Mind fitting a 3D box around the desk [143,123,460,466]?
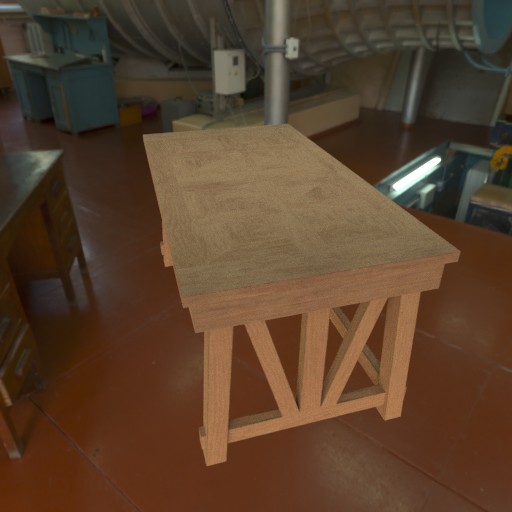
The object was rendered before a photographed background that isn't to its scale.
[{"bbox_3d":[0.000,0.000,2.011,0.813,0.762,1.499,-8,32,-14],"label":"desk"}]
